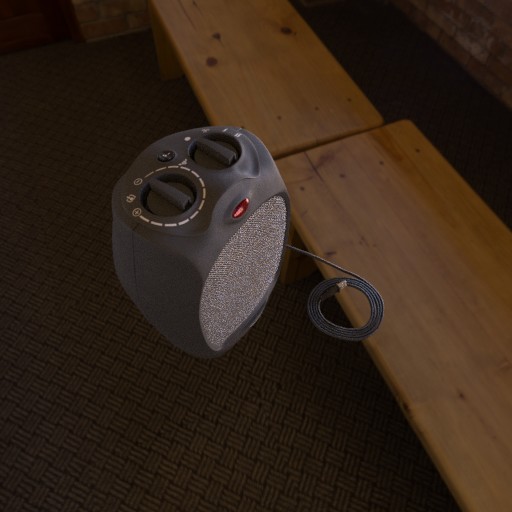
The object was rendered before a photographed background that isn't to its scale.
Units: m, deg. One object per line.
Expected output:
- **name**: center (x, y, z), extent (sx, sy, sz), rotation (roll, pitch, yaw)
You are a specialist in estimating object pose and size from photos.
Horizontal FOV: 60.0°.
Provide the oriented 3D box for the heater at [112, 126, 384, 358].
- **heater**: center (0.000, 0.000, 0.479), extent (0.291, 0.255, 0.239), rotation (31, 62, 18)
